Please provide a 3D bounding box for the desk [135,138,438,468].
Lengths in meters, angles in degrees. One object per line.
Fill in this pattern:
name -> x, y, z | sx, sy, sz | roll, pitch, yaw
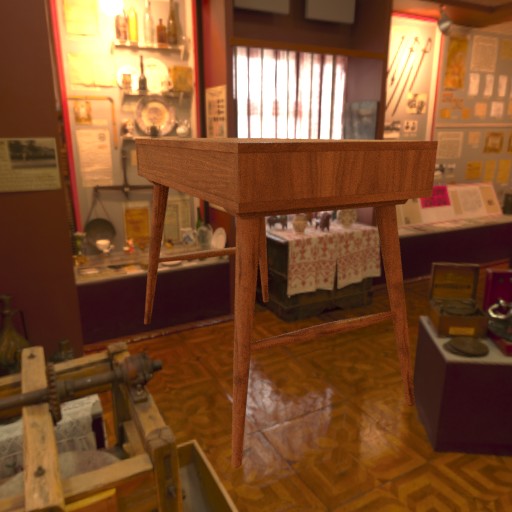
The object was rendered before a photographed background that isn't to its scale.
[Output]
desk -> 0.000, 0.000, 1.490 | 0.588, 0.758, 0.949 | -8, 17, -25
